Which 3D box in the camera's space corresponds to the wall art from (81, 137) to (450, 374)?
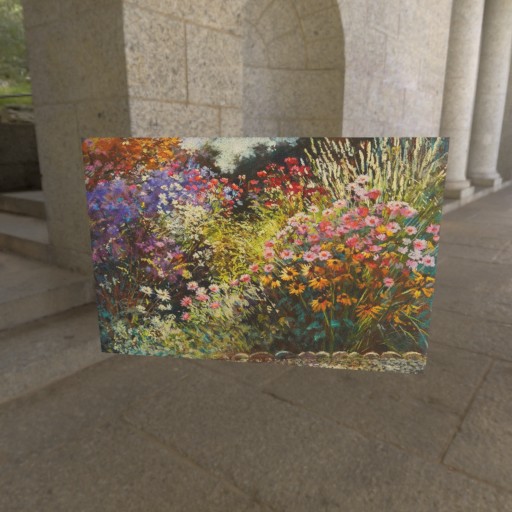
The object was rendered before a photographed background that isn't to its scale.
[{"bbox_3d":[0.000,0.000,1.471,1.136,0.760,0.042,2,15,8],"label":"wall art"}]
